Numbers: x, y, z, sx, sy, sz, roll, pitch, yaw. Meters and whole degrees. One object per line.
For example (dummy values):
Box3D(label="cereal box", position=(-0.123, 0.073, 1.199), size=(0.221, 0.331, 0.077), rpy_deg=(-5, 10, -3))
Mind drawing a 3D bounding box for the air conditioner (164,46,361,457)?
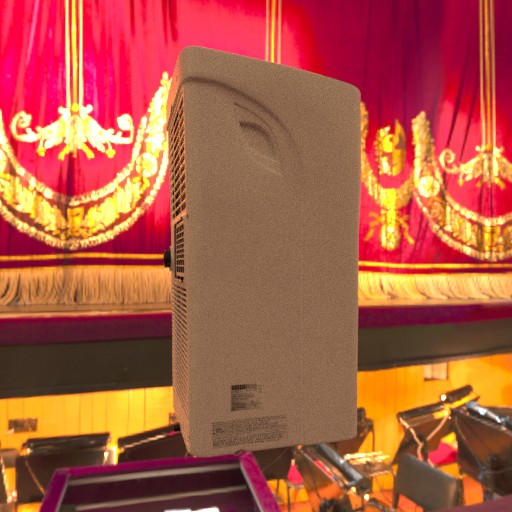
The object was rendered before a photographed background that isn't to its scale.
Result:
Box3D(label="air conditioner", position=(0.000, 0.000, 0.939), size=(0.369, 0.716, 0.352), rpy_deg=(0, -1, -16))
